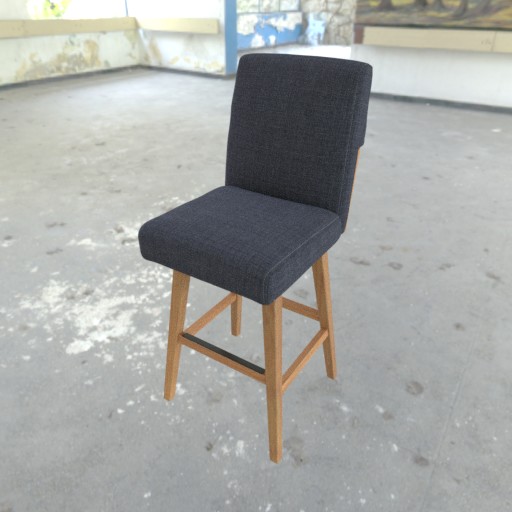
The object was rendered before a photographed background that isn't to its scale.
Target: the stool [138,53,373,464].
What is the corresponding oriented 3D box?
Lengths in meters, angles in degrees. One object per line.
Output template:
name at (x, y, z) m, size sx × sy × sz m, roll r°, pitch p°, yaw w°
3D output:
stool at (0.000, 0.000, 1.390) m, size 0.483 × 1.112 × 0.570 m, roll 18°, pitch 35°, yaw 28°
